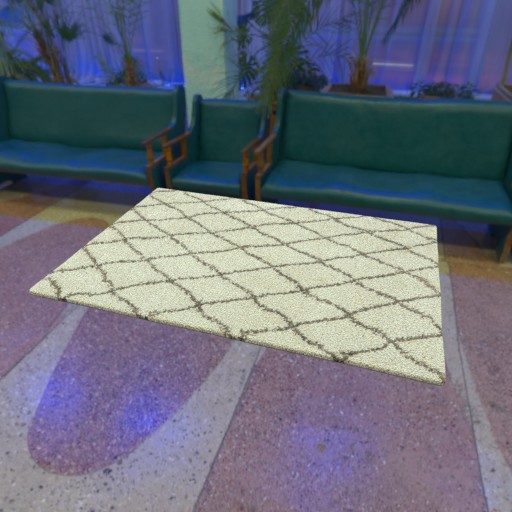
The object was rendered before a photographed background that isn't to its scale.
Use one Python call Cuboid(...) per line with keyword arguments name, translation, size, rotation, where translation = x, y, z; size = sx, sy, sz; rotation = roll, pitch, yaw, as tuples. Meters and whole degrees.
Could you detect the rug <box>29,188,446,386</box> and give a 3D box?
Cuboid(name="rug", translation=(0.000, 0.000, 2.268), size=(1.778, 0.030, 1.219), rotation=(10, 33, 15))
